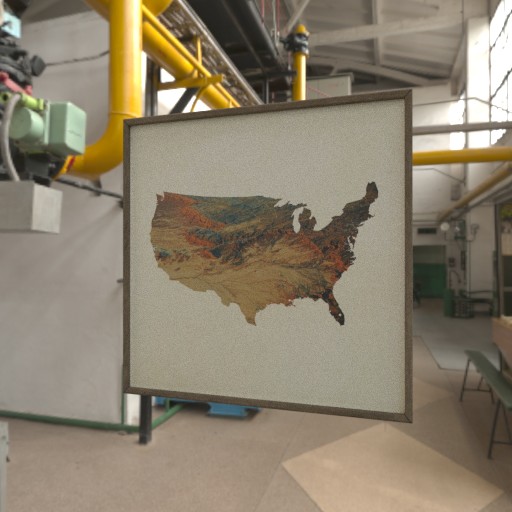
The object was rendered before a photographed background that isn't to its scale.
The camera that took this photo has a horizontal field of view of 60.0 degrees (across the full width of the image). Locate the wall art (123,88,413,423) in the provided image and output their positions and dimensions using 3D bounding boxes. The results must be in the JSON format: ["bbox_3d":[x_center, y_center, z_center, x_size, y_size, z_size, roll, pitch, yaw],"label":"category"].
[{"bbox_3d":[0.000,0.000,1.126,0.749,0.751,0.050,0,0,17],"label":"wall art"}]
